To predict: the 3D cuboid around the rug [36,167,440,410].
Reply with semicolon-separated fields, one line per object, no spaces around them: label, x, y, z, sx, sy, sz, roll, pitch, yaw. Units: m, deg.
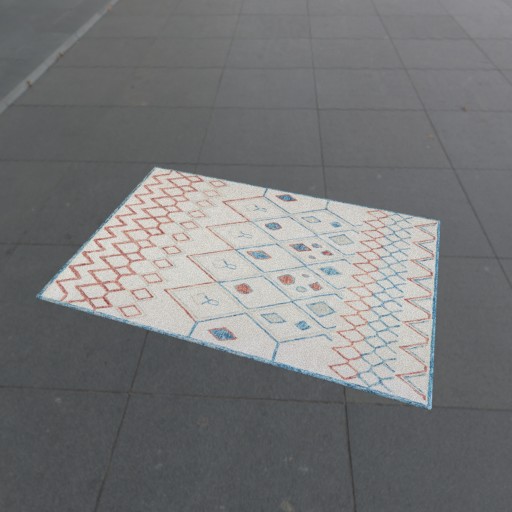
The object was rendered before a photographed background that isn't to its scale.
rug;0.000;0.000;2.340;1.829;0.016;1.219;13;45;13
